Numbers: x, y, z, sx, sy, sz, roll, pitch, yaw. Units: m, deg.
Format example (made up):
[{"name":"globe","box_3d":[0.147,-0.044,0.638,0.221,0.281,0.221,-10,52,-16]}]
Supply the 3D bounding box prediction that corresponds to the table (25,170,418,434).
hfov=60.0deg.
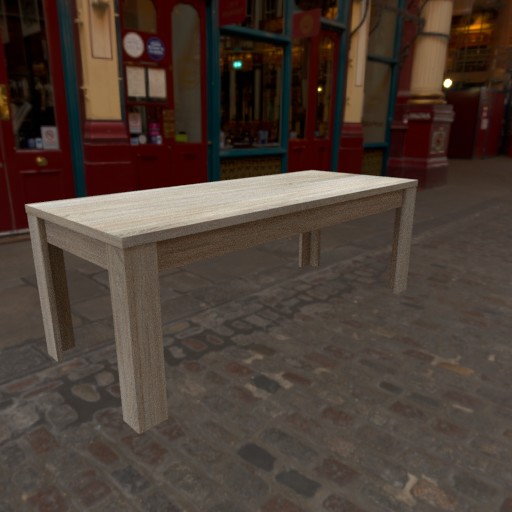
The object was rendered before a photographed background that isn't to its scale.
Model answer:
[{"name":"table","box_3d":[0.000,0.000,2.657,0.900,0.790,2.200,16,23,42]}]
